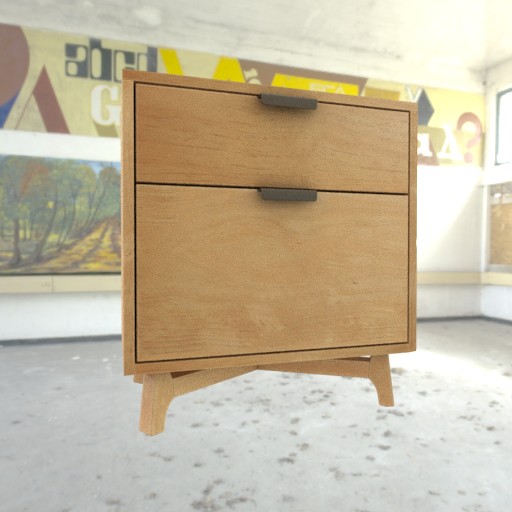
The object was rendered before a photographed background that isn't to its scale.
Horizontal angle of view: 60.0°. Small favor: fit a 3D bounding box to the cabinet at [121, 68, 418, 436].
[{"bbox_3d":[0.000,0.000,0.953,0.551,0.599,0.394,0,1,-17],"label":"cabinet"}]
